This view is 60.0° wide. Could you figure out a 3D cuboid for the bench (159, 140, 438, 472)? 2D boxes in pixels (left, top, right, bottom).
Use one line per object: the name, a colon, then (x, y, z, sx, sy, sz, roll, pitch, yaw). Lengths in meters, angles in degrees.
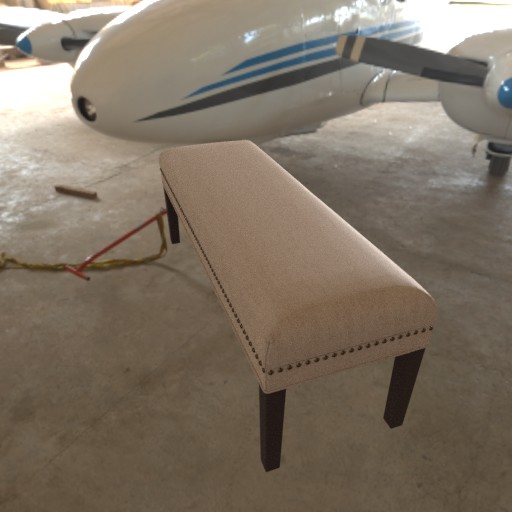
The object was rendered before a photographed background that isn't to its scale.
bench: (0.000, 0.000, 1.479, 0.410, 0.457, 1.219, -11, 33, -17)
